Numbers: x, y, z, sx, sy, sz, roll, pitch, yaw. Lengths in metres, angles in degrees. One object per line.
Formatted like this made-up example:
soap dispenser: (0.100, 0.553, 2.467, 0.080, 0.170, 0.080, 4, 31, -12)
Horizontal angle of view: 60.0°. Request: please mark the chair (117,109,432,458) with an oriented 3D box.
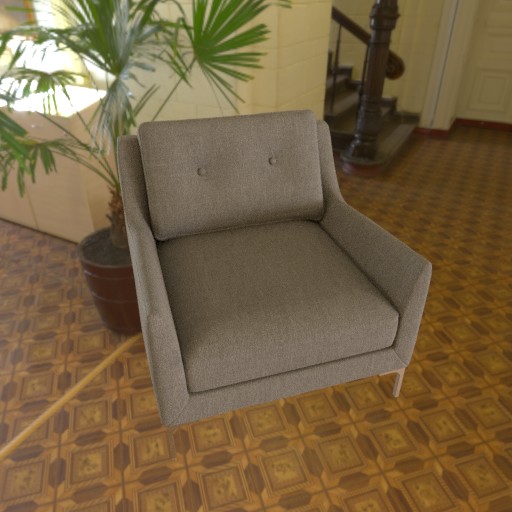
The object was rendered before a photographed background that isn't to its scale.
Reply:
chair: (0.000, 0.000, 1.564, 0.847, 0.828, 0.849, -9, 33, -15)
